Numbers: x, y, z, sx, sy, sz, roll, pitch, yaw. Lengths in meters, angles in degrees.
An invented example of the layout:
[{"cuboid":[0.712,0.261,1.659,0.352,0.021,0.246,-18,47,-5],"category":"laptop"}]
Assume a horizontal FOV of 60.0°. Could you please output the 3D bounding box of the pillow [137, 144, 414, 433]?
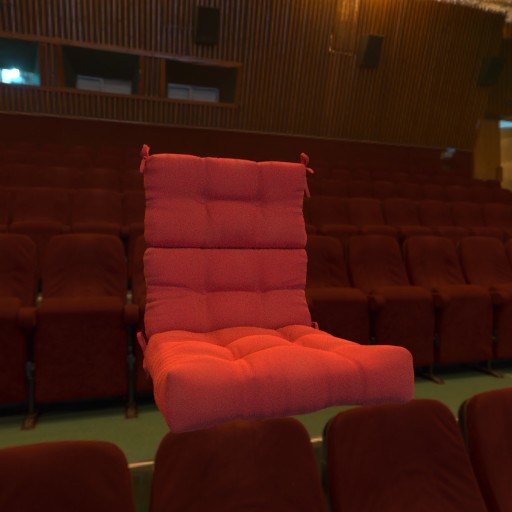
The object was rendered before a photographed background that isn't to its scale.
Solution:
[{"cuboid":[0.000,0.000,1.035,0.519,0.605,0.571,0,-1,-18],"category":"pillow"}]
